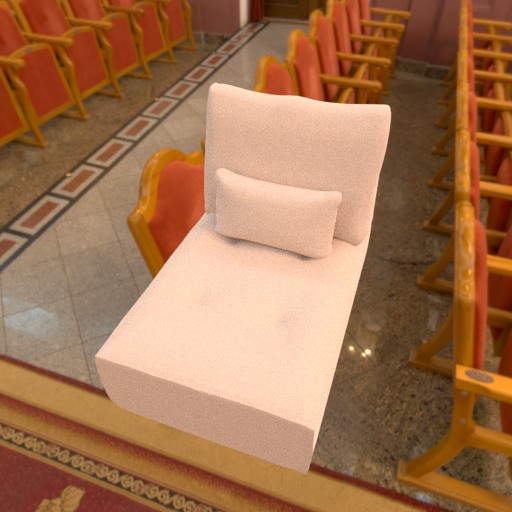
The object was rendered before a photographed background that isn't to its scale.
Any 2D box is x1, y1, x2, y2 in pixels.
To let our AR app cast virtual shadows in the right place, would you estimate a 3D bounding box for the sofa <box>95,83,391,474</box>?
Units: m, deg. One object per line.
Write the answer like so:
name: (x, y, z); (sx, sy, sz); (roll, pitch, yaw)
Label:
sofa: (0.000, 0.000, 1.541); (0.700, 0.820, 1.000); (13, 43, 15)
